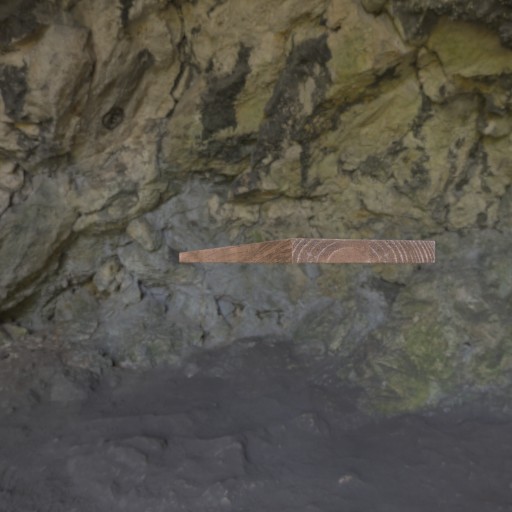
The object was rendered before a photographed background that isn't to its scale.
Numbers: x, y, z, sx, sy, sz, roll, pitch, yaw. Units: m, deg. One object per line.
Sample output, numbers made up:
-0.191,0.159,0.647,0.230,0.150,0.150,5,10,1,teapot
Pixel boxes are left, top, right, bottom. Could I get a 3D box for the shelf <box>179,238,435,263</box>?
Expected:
0.000,0.000,0.668,0.140,0.020,0.610,0,-1,-18,shelf
